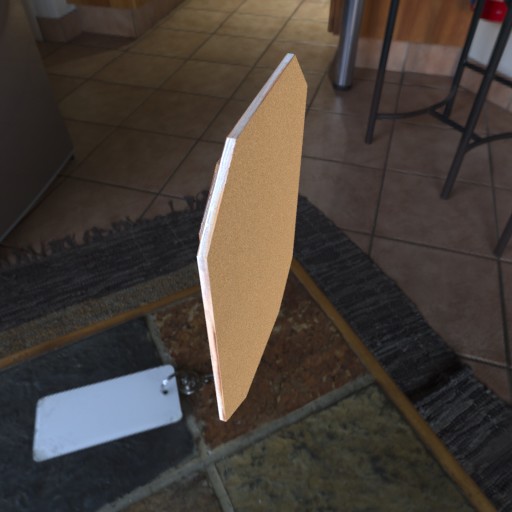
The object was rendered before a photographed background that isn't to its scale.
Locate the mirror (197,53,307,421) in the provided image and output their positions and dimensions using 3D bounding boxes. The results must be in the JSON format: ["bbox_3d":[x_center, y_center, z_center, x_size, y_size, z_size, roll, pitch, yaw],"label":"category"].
[{"bbox_3d":[0.000,0.000,1.291,0.061,1.015,0.709,14,48,13],"label":"mirror"}]
